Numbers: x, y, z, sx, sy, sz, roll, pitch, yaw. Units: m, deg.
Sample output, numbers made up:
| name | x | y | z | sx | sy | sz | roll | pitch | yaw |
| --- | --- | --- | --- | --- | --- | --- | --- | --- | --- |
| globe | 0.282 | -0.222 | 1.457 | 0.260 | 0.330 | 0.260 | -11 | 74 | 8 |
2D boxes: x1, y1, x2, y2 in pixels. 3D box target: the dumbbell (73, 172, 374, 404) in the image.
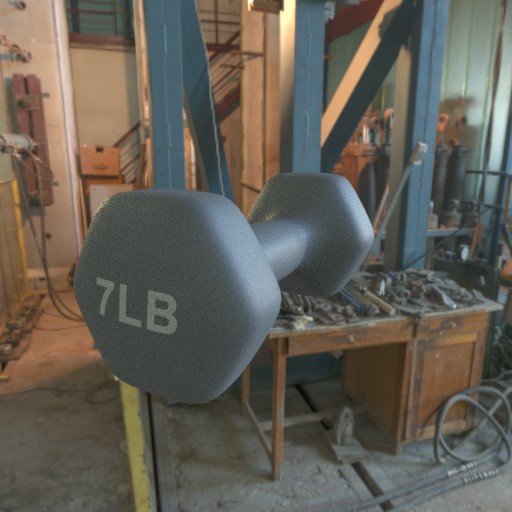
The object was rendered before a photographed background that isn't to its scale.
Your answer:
| name | x | y | z | sx | sy | sz | roll | pitch | yaw |
| --- | --- | --- | --- | --- | --- | --- | --- | --- | --- |
| dumbbell | 0.000 | 0.000 | 0.236 | 0.090 | 0.081 | 0.184 | 7 | 16 | 28 |
